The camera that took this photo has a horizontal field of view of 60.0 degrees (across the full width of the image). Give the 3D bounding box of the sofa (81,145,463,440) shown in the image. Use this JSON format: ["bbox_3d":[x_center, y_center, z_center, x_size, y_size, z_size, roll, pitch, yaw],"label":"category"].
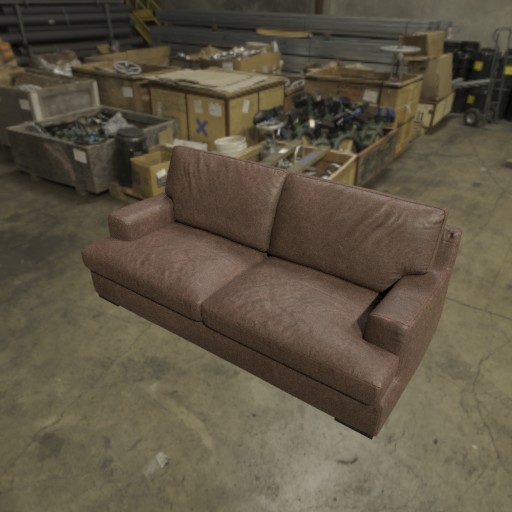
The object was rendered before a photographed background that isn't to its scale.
[{"bbox_3d":[0.000,0.000,2.880,2.261,0.941,1.143,20,36,29],"label":"sofa"}]
